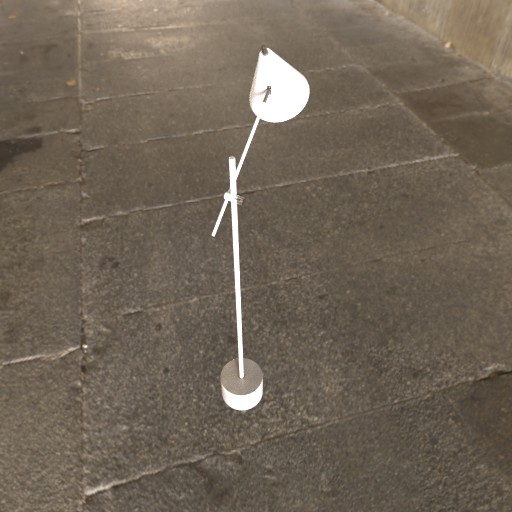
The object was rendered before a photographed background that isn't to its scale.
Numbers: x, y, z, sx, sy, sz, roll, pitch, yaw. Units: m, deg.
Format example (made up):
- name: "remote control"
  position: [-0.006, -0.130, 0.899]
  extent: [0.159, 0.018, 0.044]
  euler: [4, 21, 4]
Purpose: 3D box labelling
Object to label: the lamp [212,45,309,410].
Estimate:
- name: "lamp"
  position: [0.000, 0.000, 1.617]
  extent: [0.223, 1.430, 0.508]
  euler: [22, 49, 20]
